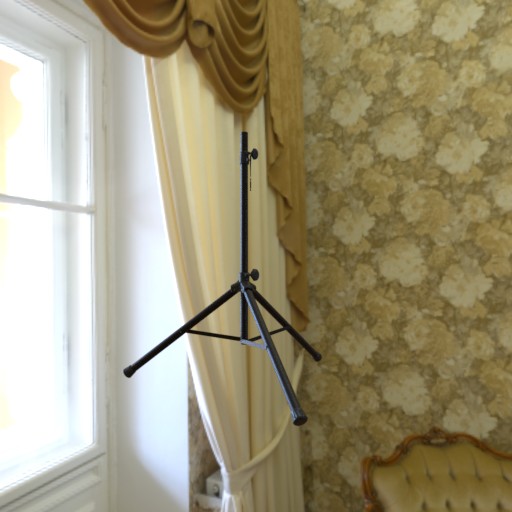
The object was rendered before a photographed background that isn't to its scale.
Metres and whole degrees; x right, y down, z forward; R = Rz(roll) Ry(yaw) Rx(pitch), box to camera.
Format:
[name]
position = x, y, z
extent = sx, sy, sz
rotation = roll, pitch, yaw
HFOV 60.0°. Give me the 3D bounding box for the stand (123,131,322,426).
[stand]
position = 0.000, 0.000, 1.874
extent = 1.045, 1.136, 0.907
rotation = 0, -1, -19
